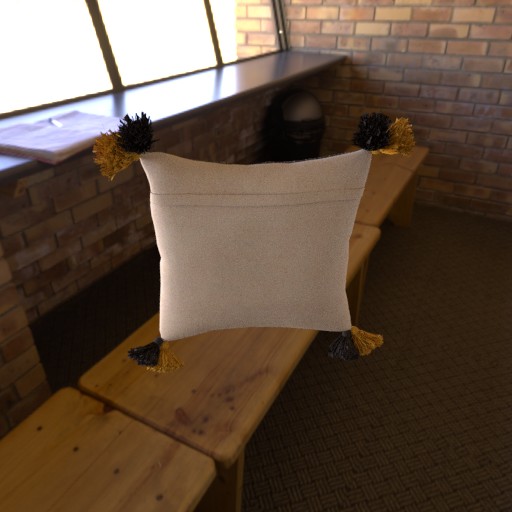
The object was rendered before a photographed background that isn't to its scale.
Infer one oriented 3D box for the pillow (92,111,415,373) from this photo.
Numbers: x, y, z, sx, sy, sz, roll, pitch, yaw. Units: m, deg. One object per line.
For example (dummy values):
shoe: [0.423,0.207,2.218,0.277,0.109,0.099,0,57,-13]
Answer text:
pillow: [0.000,0.000,1.007,0.654,0.659,0.139,-2,31,-3]
